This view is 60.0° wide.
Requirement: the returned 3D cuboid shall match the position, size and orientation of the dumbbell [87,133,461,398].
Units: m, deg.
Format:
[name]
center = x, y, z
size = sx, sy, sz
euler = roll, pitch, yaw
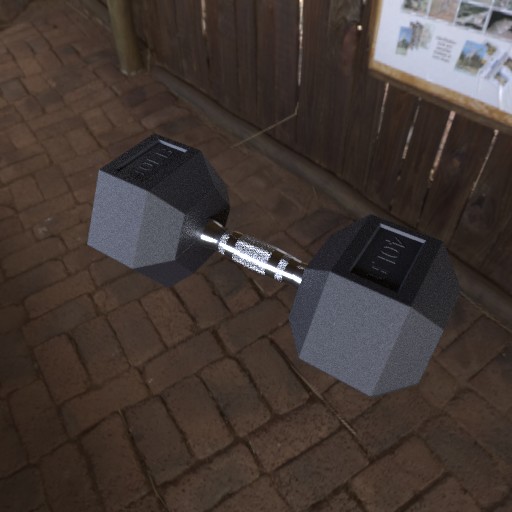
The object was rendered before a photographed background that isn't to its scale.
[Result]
[dumbbell]
center = 0.000, 0.000, 0.439
size = 0.361, 0.137, 0.157
euler = 25, 51, 22
